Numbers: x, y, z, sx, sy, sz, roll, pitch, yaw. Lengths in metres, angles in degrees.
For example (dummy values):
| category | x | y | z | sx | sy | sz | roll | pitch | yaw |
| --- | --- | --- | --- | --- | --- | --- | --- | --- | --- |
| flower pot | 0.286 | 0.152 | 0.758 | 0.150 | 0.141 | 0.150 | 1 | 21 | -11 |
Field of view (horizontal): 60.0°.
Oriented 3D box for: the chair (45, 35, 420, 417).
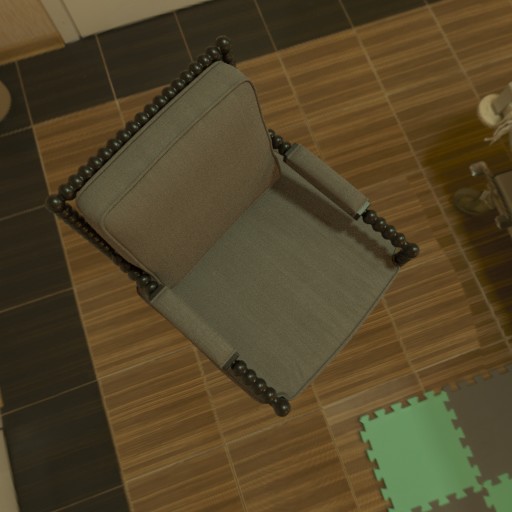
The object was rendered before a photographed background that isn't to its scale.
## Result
| category | x | y | z | sx | sy | sz | roll | pitch | yaw |
| --- | --- | --- | --- | --- | --- | --- | --- | --- | --- |
| chair | 0.000 | 0.000 | 1.115 | 0.622 | 0.661 | 0.540 | 41 | 79 | 9 |
